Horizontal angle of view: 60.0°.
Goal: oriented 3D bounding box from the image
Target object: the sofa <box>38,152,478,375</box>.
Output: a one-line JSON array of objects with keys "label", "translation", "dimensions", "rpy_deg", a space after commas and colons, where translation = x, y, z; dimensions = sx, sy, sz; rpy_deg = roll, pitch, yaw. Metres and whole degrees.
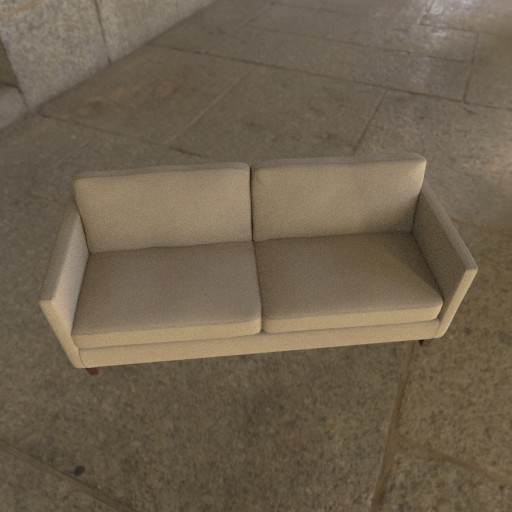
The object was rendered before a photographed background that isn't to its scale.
[{"label": "sofa", "translation": [0.000, 0.000, 2.631], "dimensions": [2.181, 0.932, 0.948], "rpy_deg": [-4, 46, -4]}]
